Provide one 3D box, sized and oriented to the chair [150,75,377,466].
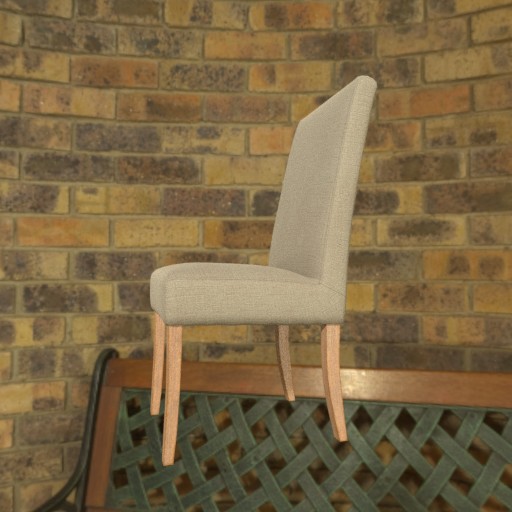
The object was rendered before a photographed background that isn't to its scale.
[{"bbox_3d":[0.000,0.000,1.374,0.611,1.033,0.450,0,-1,-18],"label":"chair"}]
